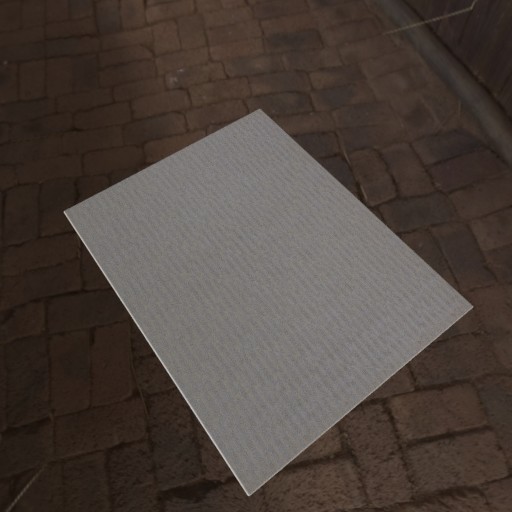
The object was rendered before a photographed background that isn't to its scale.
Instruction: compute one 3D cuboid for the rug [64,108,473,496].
[{"bbox_3d":[0.000,0.000,4.074,2.410,0.021,3.055,-33,65,-17],"label":"rug"}]
